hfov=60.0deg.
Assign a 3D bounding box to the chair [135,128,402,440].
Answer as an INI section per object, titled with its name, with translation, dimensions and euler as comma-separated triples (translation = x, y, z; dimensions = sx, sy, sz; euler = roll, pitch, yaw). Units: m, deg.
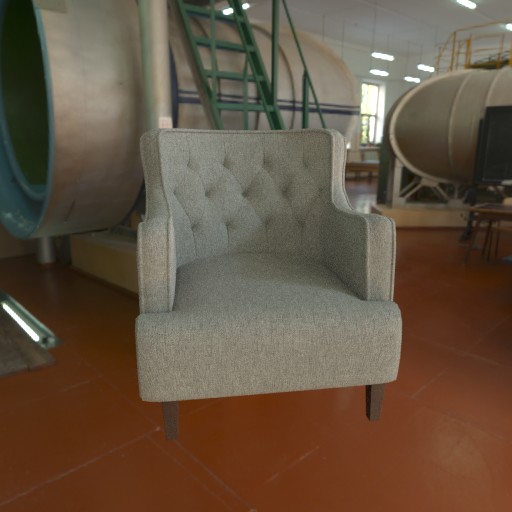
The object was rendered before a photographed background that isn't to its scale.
[chair]
translation = 0.000, 0.000, 1.612
dimensions = 0.820, 0.920, 0.910
euler = -2, 15, -8
